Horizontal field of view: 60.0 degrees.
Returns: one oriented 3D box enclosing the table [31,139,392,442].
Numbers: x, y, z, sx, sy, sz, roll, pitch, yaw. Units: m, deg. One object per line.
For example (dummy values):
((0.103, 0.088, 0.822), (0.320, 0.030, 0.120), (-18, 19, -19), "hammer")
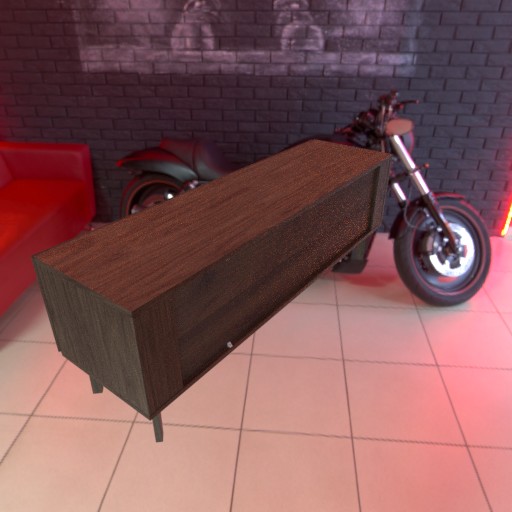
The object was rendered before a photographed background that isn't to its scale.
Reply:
((0.000, 0.000, 1.647), (0.405, 0.508, 1.397), (21, 36, 32), "table")
